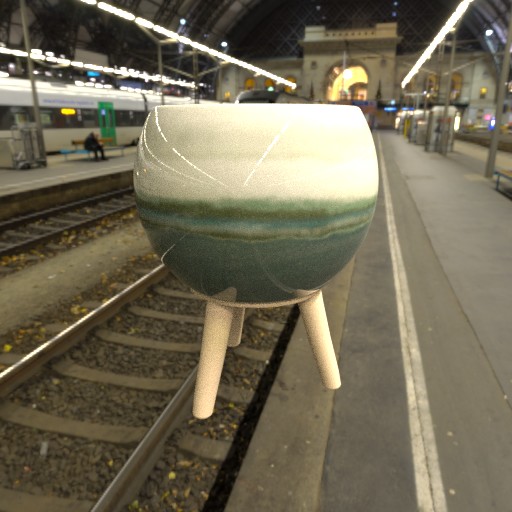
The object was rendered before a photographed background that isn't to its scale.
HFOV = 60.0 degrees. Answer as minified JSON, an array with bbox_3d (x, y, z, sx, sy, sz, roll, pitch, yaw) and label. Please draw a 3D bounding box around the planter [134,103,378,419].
[{"bbox_3d":[0.000,0.000,0.436,0.222,0.278,0.222,0,17,0],"label":"planter"}]
